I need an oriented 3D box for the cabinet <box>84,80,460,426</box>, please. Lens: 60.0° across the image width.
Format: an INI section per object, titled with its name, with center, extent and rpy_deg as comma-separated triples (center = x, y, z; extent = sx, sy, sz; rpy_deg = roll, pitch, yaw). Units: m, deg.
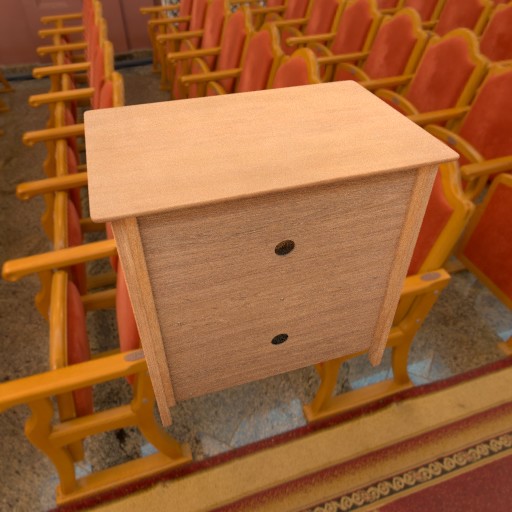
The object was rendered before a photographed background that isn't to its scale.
[cabinet]
center = 0.000, 0.000, 1.282
extent = 0.763, 0.762, 0.503
rpy_deg = -12, 42, -14
